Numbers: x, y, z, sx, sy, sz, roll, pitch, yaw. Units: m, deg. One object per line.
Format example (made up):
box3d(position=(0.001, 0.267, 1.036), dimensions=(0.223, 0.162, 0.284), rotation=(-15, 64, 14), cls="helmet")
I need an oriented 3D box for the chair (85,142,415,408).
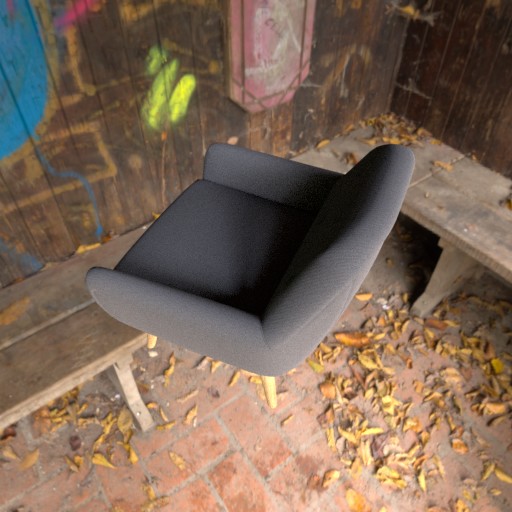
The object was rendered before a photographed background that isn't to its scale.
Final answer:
box3d(position=(0.000, 0.000, 1.434), dimensions=(0.779, 0.800, 0.770), rotation=(18, 49, 17), cls="chair")
